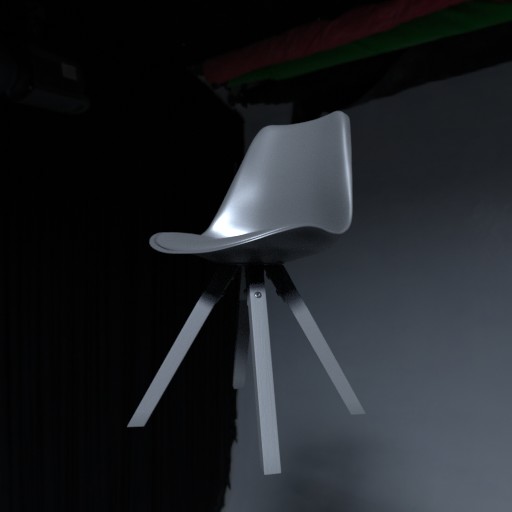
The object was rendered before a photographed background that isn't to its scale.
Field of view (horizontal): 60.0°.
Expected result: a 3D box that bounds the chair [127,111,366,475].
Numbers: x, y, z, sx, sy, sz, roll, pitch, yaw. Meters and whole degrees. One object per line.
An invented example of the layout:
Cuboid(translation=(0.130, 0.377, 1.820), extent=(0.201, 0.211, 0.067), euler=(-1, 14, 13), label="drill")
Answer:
Cuboid(translation=(0.000, 0.000, 1.171), extent=(0.485, 0.850, 0.530), euler=(0, -1, 36), label="chair")
